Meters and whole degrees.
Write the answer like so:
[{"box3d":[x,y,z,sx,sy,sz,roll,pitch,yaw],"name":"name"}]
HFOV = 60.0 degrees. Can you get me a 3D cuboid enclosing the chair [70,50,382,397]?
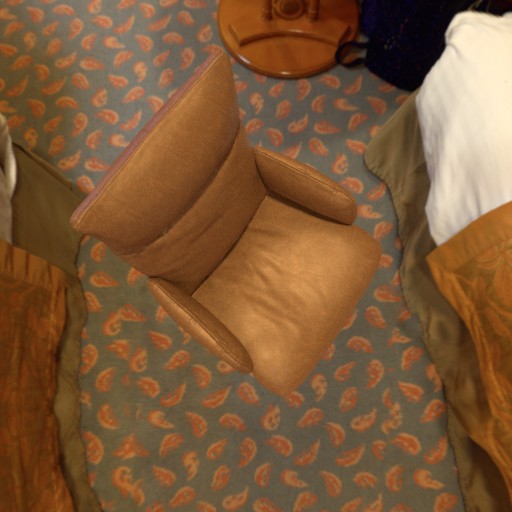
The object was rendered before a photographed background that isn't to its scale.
[{"box3d":[0.000,0.000,1.554,0.794,1.027,0.711,34,77,9],"name":"chair"}]
